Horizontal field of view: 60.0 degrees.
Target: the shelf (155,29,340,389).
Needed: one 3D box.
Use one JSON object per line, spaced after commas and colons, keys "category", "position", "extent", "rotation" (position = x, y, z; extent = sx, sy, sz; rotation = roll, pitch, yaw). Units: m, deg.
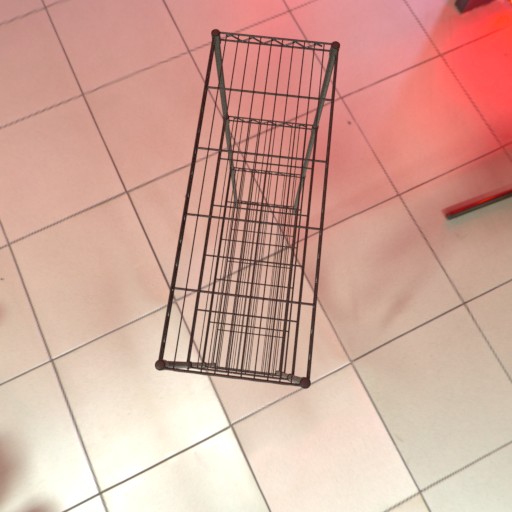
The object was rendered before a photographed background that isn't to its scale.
{"category": "shelf", "position": [0.000, 0.000, 1.753], "extent": [0.352, 1.361, 0.907], "rotation": [7, 76, 2]}
